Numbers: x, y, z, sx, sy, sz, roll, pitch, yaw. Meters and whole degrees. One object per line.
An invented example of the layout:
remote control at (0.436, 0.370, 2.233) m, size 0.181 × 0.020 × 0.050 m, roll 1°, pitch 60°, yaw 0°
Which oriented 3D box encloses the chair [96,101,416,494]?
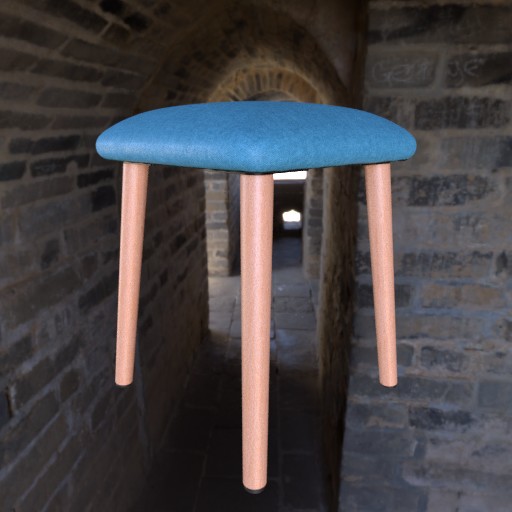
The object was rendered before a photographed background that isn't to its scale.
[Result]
chair at (0.000, 0.000, 0.690) m, size 0.360 × 0.450 × 0.360 m, roll -15°, pitch 21°, yaw -43°
